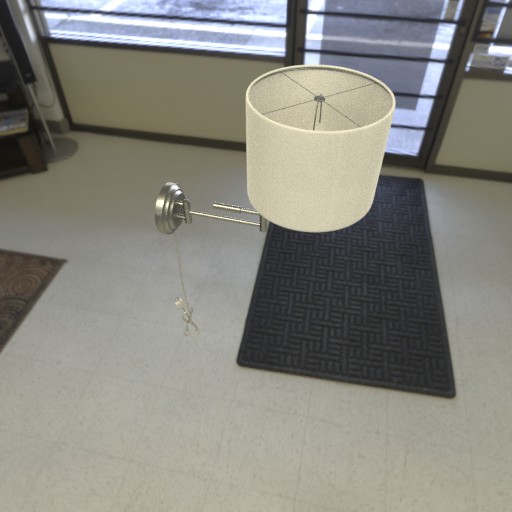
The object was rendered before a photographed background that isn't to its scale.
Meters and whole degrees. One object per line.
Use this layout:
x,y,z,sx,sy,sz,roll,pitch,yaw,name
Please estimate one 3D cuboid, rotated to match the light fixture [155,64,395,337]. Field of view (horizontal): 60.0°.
0.000,0.000,1.074,0.479,0.842,0.253,11,46,11,light fixture
